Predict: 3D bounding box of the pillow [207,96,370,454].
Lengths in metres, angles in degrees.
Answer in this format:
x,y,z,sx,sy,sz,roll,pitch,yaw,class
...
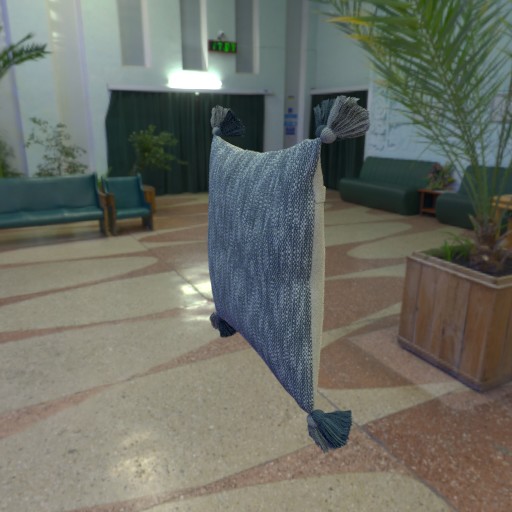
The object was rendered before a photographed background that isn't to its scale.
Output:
x,y,z,sx,sy,sz,roll,pitch,yaw,class
0.000,0.000,0.944,0.138,0.634,0.614,-7,18,-24,pillow
